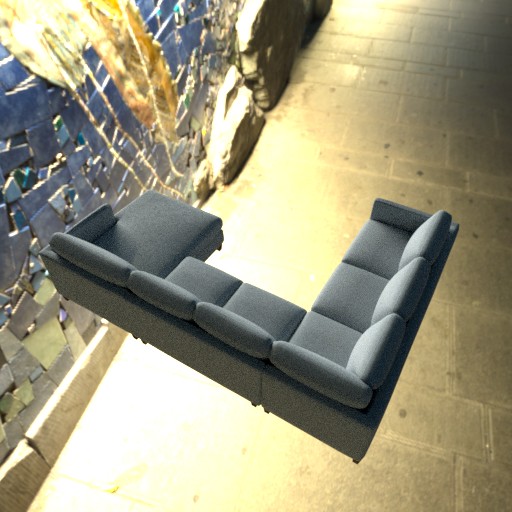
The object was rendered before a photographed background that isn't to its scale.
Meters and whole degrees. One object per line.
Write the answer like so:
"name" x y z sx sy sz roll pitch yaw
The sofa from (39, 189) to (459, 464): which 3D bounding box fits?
"sofa" 0.000 0.000 4.552 3.403 0.889 2.551 23 49 21
